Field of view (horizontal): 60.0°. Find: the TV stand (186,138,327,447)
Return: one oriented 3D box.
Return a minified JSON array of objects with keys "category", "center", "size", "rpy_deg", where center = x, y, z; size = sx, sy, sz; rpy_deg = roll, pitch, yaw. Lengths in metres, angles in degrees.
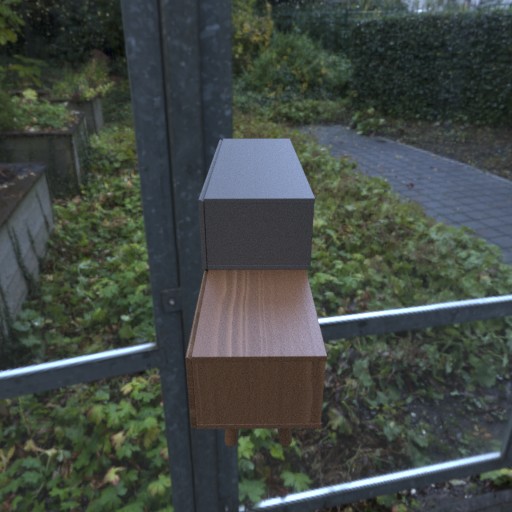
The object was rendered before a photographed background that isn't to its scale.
[{"category":"TV stand","center":[0.000,0.000,1.597],"size":[0.329,0.591,1.336],"rpy_deg":[0,25,0]}]
